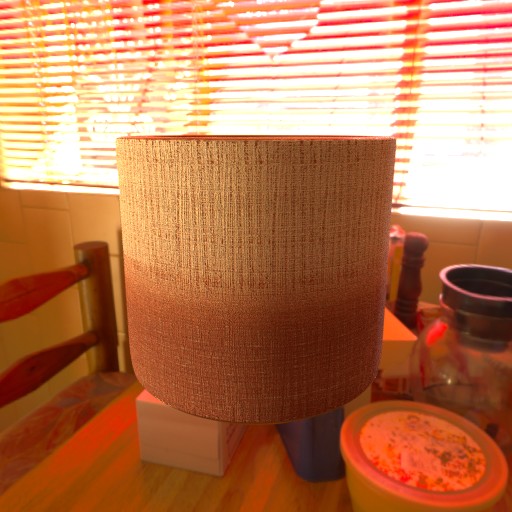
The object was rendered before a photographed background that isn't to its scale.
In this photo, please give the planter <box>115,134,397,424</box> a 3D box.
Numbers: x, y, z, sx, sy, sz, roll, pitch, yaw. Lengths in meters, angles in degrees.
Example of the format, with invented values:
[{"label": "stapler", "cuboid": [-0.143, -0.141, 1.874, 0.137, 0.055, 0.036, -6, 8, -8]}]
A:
[{"label": "planter", "cuboid": [0.000, 0.000, 0.383, 0.221, 0.201, 0.221, 0, 16, 0]}]
